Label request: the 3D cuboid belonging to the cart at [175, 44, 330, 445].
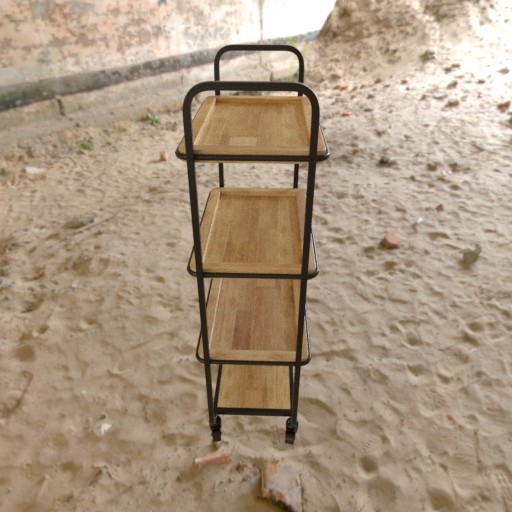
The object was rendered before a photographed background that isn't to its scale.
[{"bbox_3d":[0.000,0.000,1.315,0.321,1.080,0.545,1,32,2],"label":"cart"}]
